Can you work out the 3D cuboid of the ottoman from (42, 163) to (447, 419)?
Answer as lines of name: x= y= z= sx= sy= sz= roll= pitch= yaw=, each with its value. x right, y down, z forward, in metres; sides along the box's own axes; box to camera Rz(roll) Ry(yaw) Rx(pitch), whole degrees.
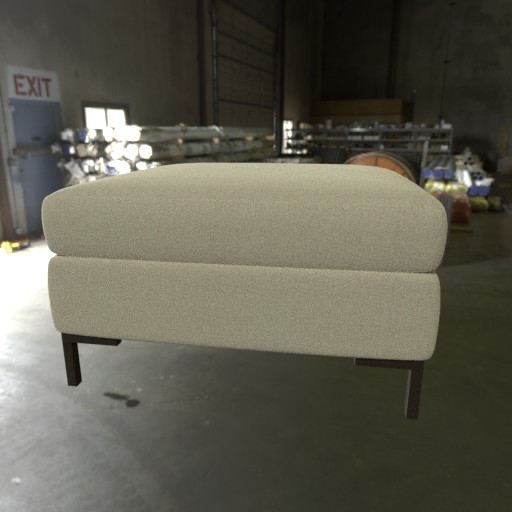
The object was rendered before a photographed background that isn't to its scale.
ottoman: x=0.000 y=0.000 z=1.153 sx=0.794 sy=0.453 sz=0.657 roll=3 pitch=16 yaw=9
